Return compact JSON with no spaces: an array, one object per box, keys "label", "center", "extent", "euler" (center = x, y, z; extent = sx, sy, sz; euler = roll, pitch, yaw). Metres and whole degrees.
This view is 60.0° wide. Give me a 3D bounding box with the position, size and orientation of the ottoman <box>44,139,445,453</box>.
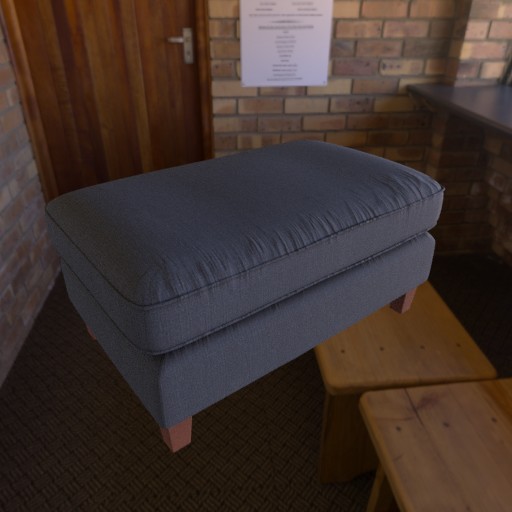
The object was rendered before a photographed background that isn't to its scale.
[{"label":"ottoman","center":[0.000,0.000,1.177],"extent":[0.885,0.438,0.570],"euler":[-21,36,-32]}]
